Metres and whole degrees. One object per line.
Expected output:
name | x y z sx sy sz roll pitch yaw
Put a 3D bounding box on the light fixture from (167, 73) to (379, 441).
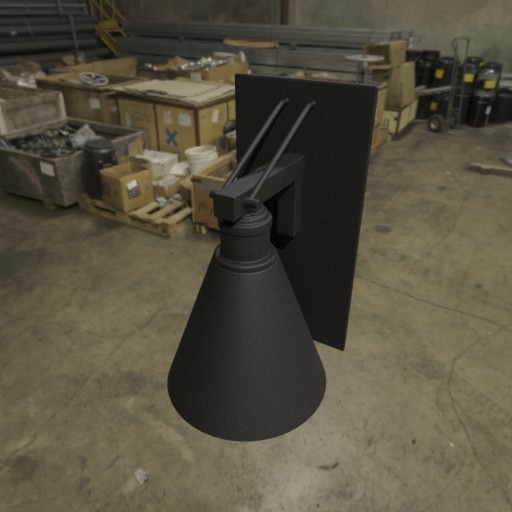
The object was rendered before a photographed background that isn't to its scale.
light fixture | 0.000 0.000 0.424 0.170 0.298 0.207 17 34 27
